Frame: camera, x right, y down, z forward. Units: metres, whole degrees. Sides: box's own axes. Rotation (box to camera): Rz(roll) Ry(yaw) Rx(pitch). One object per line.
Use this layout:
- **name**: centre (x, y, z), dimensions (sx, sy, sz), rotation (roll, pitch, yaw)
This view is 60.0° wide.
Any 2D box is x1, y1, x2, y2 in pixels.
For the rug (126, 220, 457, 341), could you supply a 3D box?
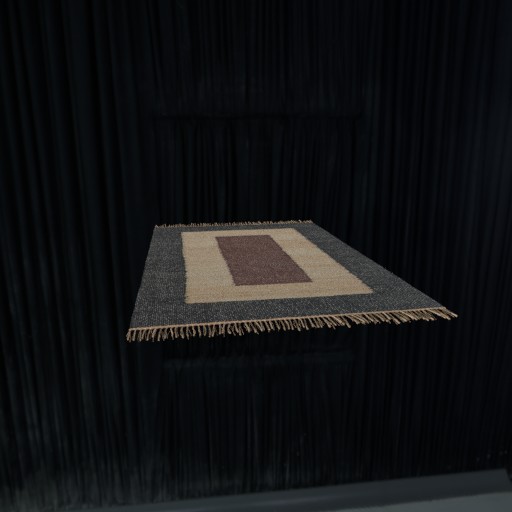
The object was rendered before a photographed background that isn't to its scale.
- **rug**: centre (0.000, 0.000, 2.534), dimensions (1.224, 0.027, 2.021), rotation (-3, 15, -9)
